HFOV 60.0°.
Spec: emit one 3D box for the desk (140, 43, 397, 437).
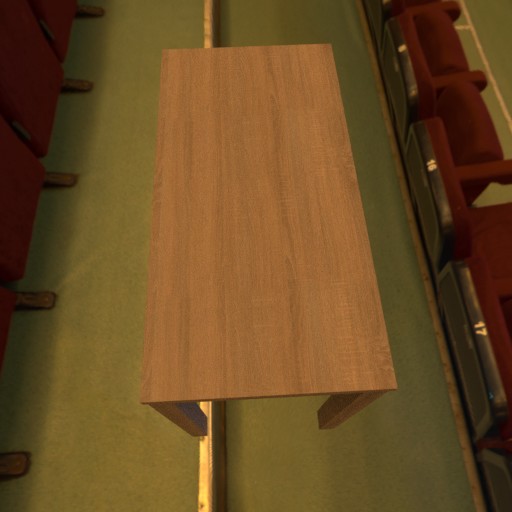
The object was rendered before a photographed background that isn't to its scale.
[{"bbox_3d":[0.000,0.000,1.413,0.495,0.762,0.991,-3,63,-1],"label":"desk"}]
